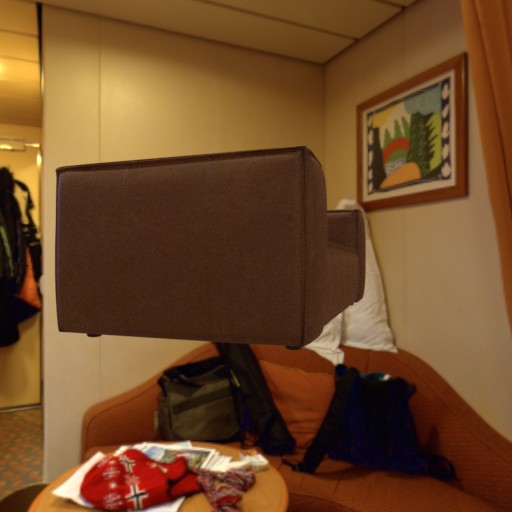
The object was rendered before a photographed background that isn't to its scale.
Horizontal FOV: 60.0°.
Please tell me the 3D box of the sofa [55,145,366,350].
[{"bbox_3d":[0.000,0.000,2.569,1.102,0.703,2.088,0,-1,18],"label":"sofa"}]
